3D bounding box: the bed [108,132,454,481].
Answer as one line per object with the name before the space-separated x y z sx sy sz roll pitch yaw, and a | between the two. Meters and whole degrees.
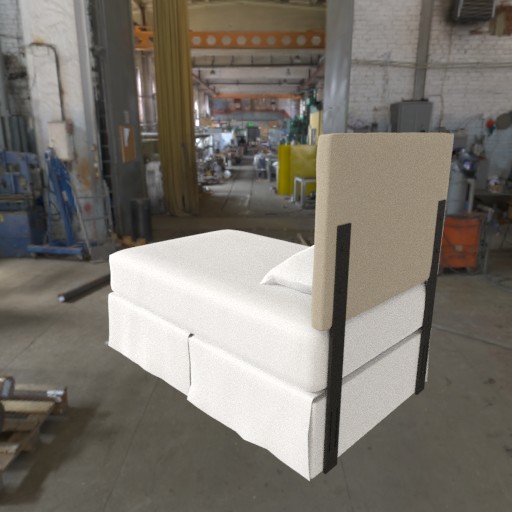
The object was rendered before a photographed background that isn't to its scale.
bed | 0.000 0.000 2.926 1.261 1.571 1.997 -15 22 -43
